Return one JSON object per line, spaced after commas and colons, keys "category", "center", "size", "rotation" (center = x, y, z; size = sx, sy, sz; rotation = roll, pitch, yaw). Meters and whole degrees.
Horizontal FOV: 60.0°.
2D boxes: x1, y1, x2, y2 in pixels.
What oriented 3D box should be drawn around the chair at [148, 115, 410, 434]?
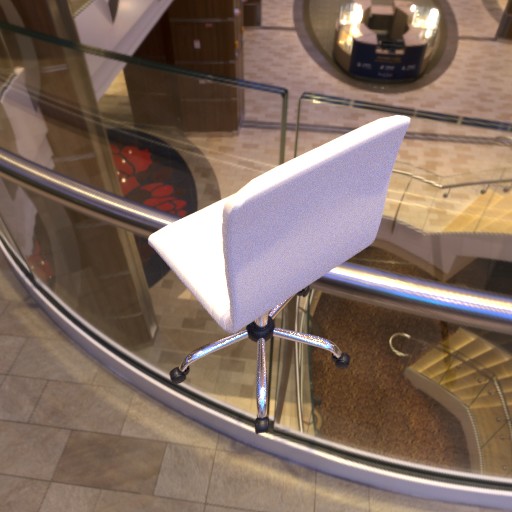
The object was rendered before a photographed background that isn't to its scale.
{"category": "chair", "center": [0.000, 0.000, 1.030], "size": [0.520, 0.750, 0.455], "rotation": [-30, 53, -25]}
